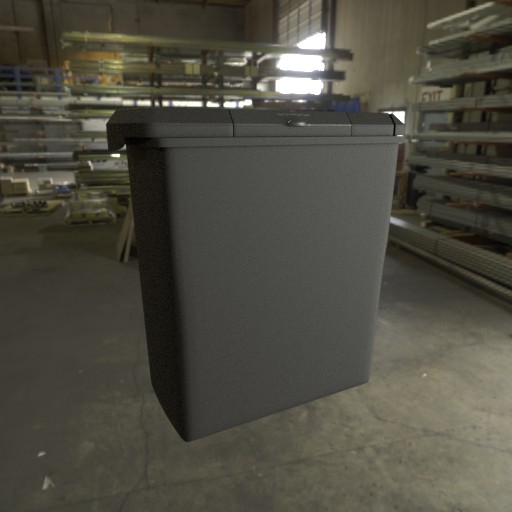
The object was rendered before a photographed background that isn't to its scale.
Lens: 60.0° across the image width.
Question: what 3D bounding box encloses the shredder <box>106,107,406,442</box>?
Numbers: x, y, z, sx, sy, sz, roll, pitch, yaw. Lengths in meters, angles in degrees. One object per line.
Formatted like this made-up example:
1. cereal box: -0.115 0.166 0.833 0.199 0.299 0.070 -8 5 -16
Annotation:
1. shredder: 0.000 0.000 0.529 0.320 0.335 0.170 -8 18 -27
